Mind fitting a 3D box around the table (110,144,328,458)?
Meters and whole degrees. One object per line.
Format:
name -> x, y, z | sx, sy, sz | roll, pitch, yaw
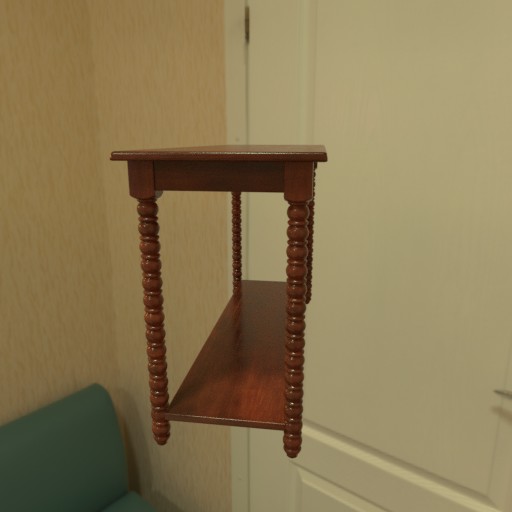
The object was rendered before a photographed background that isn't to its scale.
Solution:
table -> 0.000, 0.000, 1.547 | 0.459, 0.740, 1.184 | 2, 15, 8
